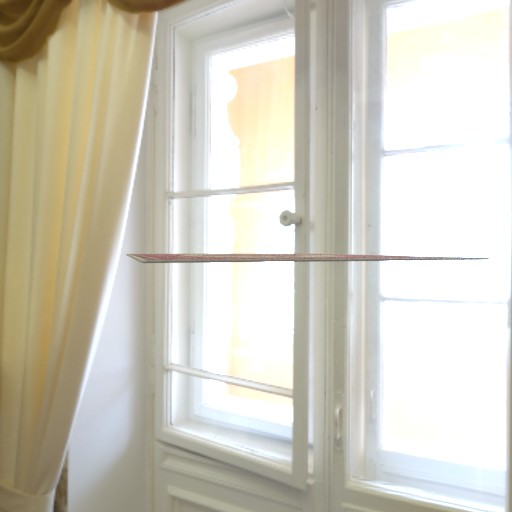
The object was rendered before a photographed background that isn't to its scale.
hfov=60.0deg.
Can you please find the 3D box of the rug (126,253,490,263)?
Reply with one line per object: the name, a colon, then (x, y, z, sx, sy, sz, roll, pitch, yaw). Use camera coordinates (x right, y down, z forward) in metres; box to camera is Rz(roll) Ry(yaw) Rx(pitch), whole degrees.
rug: (0.000, 0.000, 3.684, 2.005, 0.014, 2.878, 0, 1, -18)
